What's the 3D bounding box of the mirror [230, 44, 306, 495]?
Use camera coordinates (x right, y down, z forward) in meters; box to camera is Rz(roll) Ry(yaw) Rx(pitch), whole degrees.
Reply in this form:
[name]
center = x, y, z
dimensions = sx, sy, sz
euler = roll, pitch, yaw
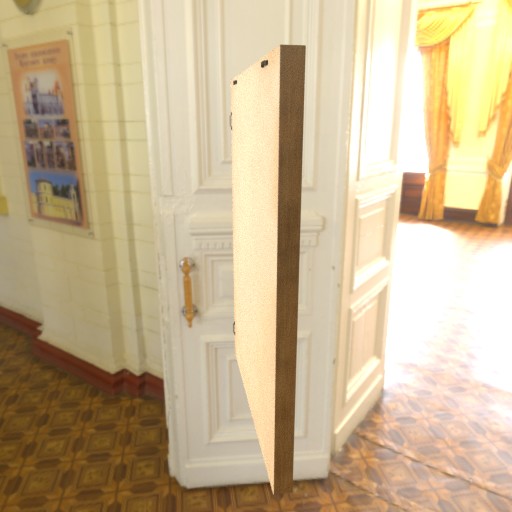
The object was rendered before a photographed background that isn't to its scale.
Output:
[mirror]
center = 0.000, 0.000, 0.904
dimensions = 0.039, 0.711, 0.508
euler = -3, 17, -10
